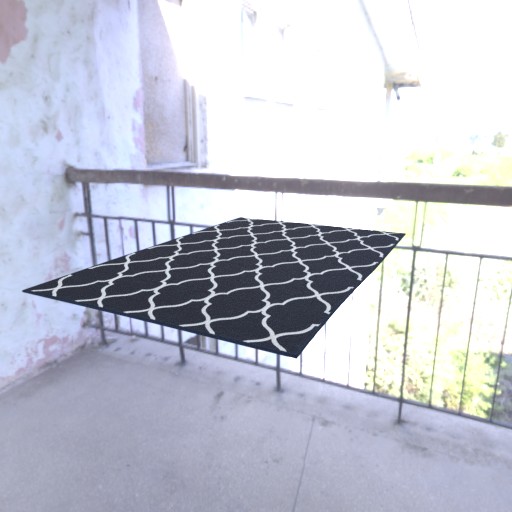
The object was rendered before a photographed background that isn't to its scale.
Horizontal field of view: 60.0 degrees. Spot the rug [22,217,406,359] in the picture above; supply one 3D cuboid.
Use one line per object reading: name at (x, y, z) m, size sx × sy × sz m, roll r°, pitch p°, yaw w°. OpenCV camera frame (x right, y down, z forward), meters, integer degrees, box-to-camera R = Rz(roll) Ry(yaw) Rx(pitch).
rug at (0.000, 0.000, 2.906) m, size 1.526 × 0.014 × 2.290 m, roll 8°, pitch 17°, yaw 26°
